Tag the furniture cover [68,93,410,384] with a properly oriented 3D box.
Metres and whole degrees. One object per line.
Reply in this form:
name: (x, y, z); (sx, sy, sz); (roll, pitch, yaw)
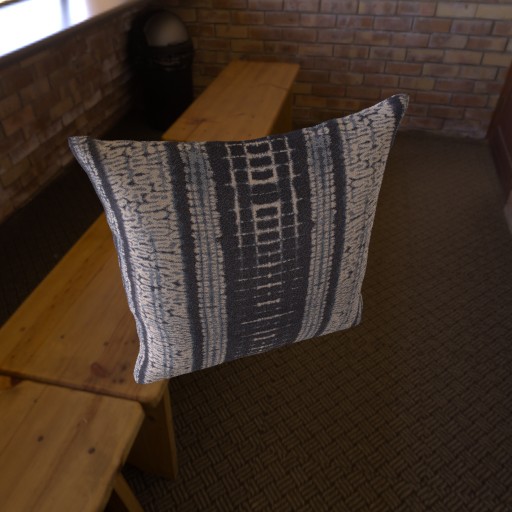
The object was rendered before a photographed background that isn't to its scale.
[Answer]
furniture cover: (0.000, 0.000, 0.659); (0.425, 0.435, 0.133); (-13, 41, -15)
